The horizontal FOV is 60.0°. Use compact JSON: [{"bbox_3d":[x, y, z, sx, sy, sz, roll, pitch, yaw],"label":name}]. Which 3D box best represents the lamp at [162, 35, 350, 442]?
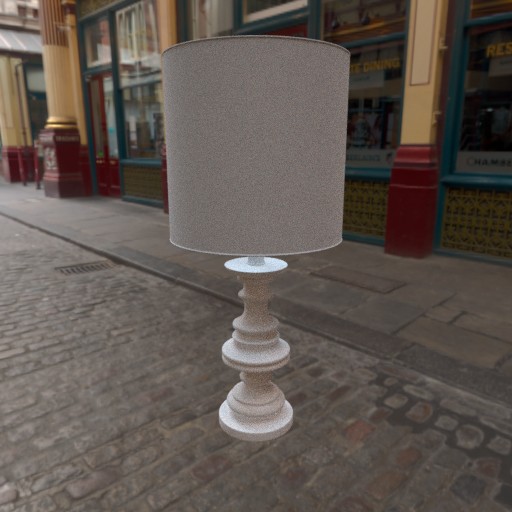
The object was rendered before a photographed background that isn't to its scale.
[{"bbox_3d":[0.000,0.000,0.551,0.208,0.455,0.208,-13,18,-43],"label":"lamp"}]
